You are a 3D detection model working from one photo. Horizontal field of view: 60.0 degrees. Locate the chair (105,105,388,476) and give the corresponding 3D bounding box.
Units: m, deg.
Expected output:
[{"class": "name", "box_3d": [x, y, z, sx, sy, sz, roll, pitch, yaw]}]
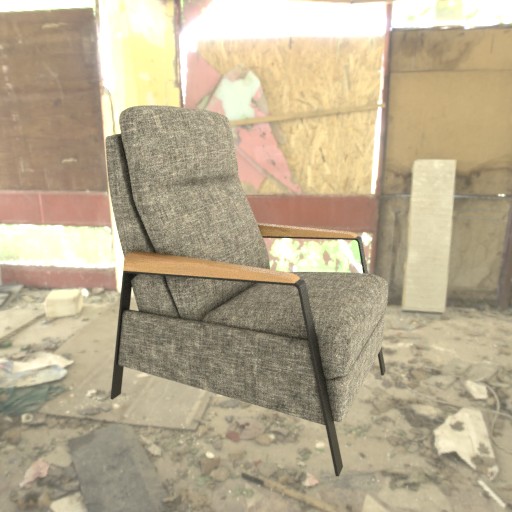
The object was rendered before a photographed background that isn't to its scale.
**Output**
[{"class": "chair", "box_3d": [0.000, 0.000, 1.608, 0.868, 1.042, 0.671, 7, 16, 26]}]
